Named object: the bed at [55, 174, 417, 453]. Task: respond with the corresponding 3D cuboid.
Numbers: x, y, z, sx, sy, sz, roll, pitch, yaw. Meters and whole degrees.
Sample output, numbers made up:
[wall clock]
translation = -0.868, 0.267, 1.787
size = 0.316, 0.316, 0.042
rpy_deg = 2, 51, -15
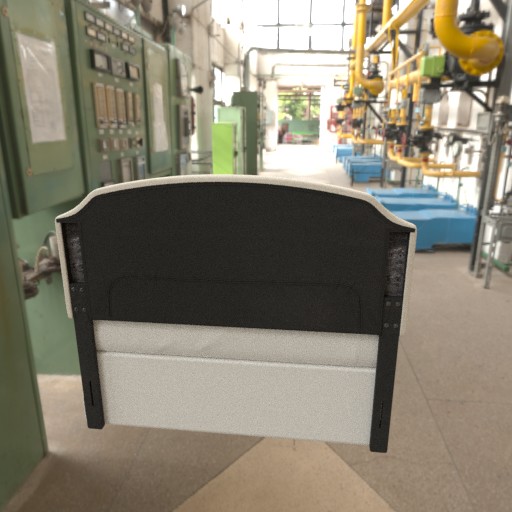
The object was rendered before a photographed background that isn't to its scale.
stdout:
[bed]
translation = 0.000, 0.000, 2.904
size = 1.558, 1.270, 1.999
rpy_deg = 2, 17, 7
